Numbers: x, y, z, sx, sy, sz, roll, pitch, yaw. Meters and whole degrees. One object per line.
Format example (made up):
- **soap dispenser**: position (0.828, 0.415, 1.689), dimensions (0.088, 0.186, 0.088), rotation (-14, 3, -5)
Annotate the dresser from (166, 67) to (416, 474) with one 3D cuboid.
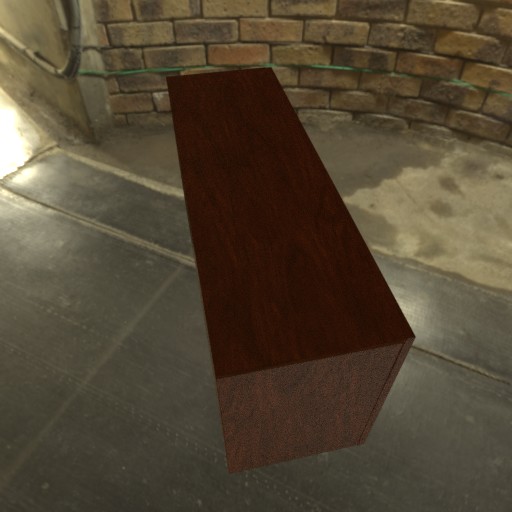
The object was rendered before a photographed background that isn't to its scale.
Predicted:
- **dresser**: position (0.000, 0.000, 1.830), dimensions (0.500, 0.889, 1.472), rotation (-9, 48, -8)
